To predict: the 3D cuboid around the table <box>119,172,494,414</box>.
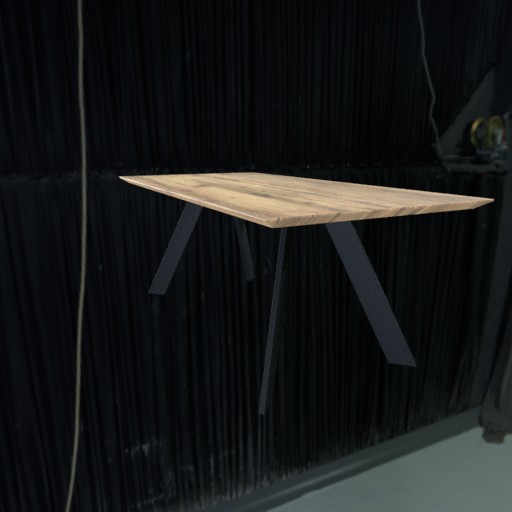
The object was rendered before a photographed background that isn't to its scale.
[{"bbox_3d":[0.000,0.000,2.418,1.000,0.770,2.000,-7,16,-27],"label":"table"}]
